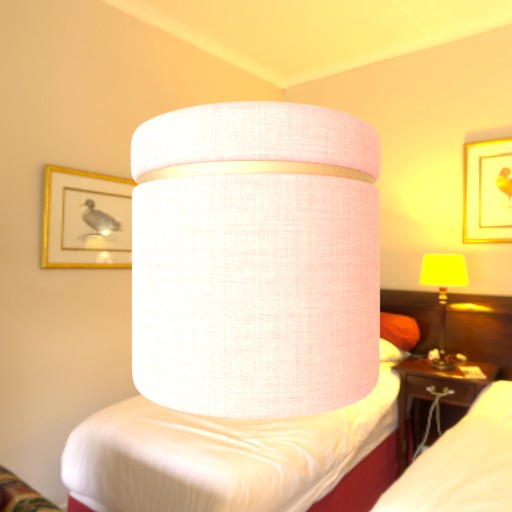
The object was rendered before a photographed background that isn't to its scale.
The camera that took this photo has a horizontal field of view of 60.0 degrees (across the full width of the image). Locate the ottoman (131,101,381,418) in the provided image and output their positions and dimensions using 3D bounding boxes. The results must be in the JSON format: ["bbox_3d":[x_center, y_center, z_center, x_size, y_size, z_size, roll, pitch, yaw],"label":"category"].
[{"bbox_3d":[0.000,0.000,0.737,0.400,0.406,0.400,0,0,0],"label":"ottoman"}]
